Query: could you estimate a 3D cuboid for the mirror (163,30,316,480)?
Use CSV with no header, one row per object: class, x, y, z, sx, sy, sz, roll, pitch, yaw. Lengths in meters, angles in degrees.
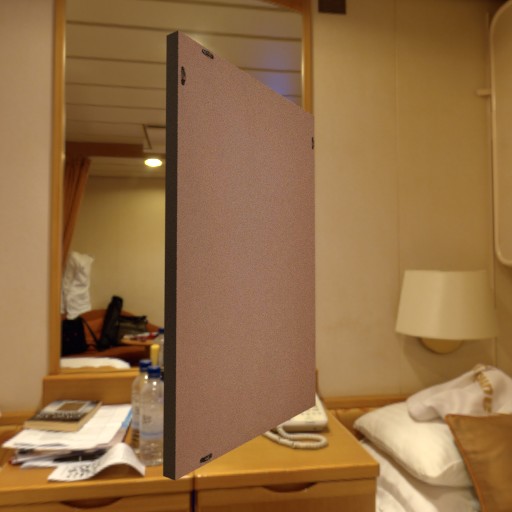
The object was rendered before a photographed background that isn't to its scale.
mirror,0.000,0.000,1.158,0.040,0.915,0.609,-2,-3,35
